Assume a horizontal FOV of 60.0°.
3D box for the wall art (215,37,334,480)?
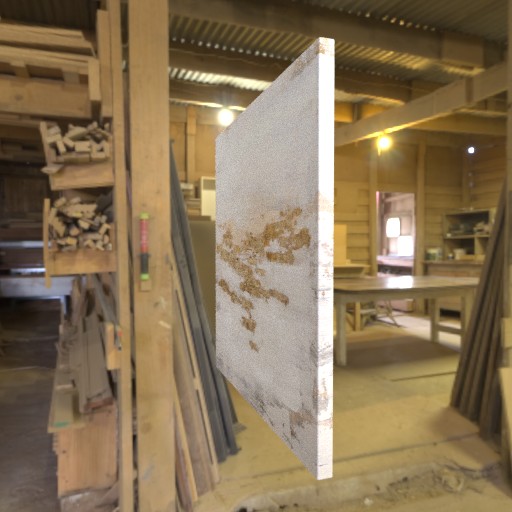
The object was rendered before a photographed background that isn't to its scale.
[{"bbox_3d":[0.000,0.000,1.503,0.040,1.018,1.015,-1,2,-19],"label":"wall art"}]
